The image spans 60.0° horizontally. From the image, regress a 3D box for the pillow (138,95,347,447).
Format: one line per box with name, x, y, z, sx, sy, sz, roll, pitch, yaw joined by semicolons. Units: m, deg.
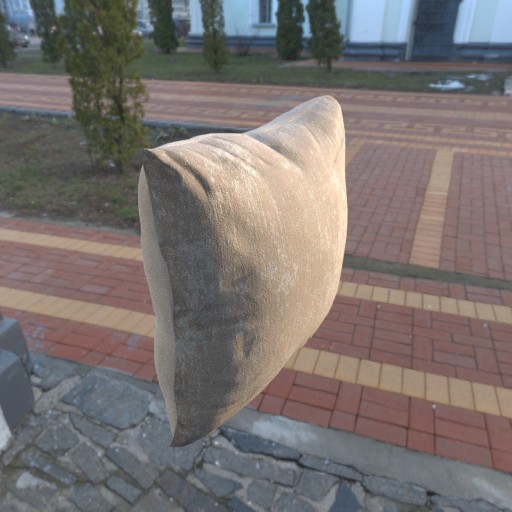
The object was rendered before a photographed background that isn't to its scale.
pillow;0.000;0.000;0.718;0.245;0.448;0.450;19;33;31
